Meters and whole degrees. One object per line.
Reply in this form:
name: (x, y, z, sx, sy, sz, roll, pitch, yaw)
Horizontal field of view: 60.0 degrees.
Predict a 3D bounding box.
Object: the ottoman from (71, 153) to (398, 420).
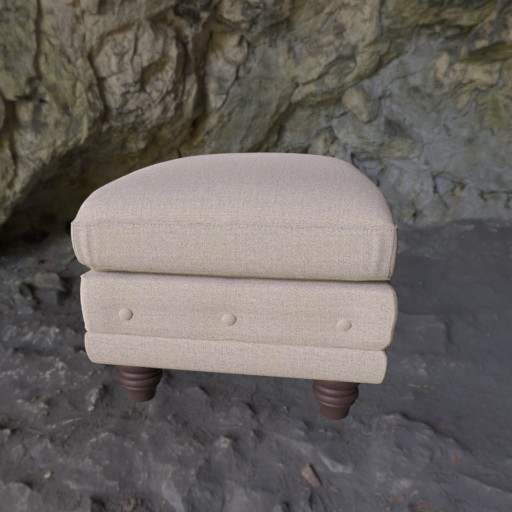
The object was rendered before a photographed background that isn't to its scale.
ottoman: (0.000, 0.000, 1.033, 0.541, 0.463, 0.684, 2, 16, 8)
